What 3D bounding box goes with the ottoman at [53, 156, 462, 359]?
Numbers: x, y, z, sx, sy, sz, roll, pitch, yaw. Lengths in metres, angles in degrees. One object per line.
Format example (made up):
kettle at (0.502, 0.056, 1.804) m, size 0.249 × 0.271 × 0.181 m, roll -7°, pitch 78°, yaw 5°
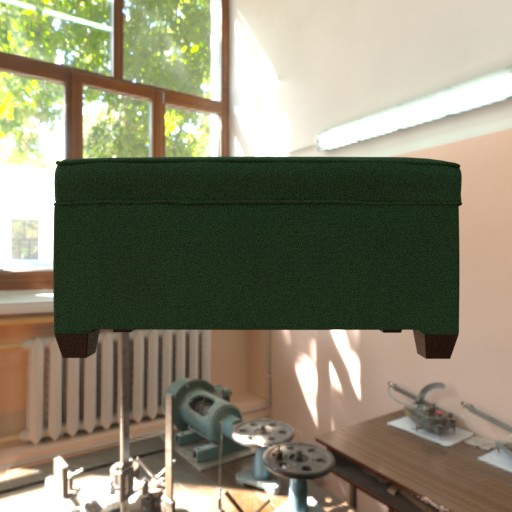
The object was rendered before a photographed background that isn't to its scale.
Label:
ottoman at (0.000, 0.000, 1.215) m, size 0.957 × 0.471 × 0.483 m, roll 0°, pitch 0°, yaw 1°
